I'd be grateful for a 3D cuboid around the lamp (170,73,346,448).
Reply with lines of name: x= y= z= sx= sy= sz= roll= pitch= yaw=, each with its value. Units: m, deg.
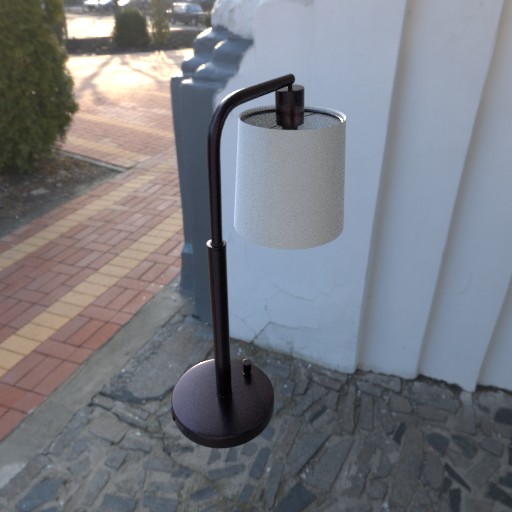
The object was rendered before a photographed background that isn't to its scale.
lamp: x=0.000 y=0.000 z=0.656 sx=0.171 sy=0.489 sz=0.333 roll=22 pitch=37 yaw=33
